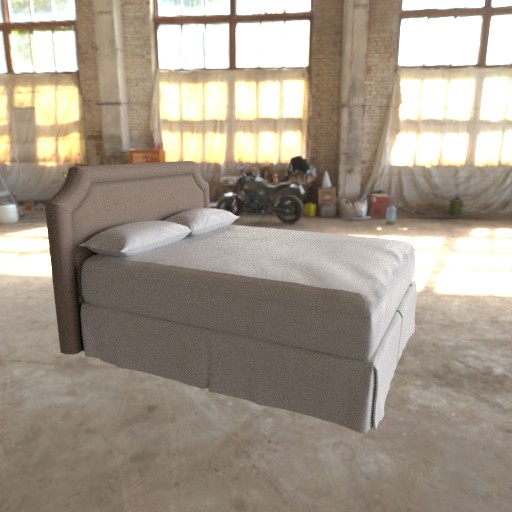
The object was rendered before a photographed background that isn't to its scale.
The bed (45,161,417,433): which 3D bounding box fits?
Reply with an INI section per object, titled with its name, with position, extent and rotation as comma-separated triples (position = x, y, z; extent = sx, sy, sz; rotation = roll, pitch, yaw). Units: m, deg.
[bed]
position = 0.000, 0.000, 3.261
extent = 2.164, 1.303, 1.828
rotation = 7, 16, 25
